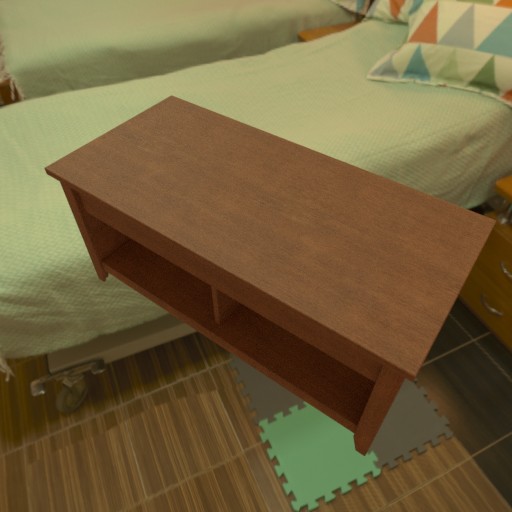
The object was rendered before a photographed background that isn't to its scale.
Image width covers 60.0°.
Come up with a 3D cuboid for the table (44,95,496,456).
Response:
[{"bbox_3d":[0.000,0.000,1.254,1.016,0.457,0.483,28,53,23],"label":"table"}]
